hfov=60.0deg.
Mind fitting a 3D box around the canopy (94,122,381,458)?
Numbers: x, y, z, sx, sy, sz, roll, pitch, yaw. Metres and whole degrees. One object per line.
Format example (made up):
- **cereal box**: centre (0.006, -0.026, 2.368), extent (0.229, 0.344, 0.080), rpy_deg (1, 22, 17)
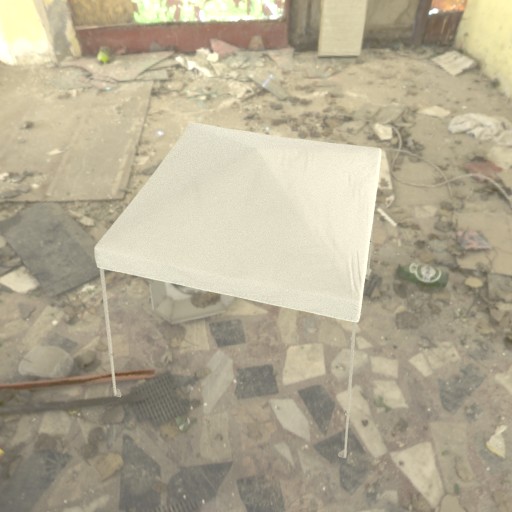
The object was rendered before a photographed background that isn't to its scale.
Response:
- **canopy**: centre (0.000, 0.000, 6.504), extent (3.599, 3.600, 3.600), rpy_deg (11, 46, 11)
